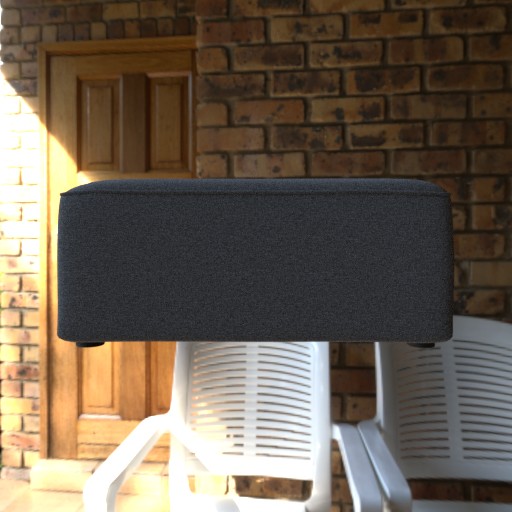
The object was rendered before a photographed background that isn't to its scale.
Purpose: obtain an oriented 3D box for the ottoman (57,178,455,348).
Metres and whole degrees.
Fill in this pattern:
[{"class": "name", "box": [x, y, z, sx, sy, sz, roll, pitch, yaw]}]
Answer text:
[{"class": "ottoman", "box": [0.000, 0.000, 1.598, 1.005, 0.464, 1.015, 0, 0, 0]}]
